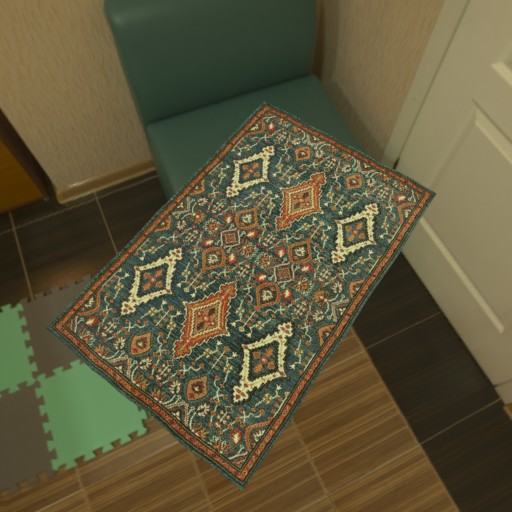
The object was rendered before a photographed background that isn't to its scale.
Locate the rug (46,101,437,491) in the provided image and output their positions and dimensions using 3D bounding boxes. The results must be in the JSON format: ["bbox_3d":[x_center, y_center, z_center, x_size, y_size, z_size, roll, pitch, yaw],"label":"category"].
[{"bbox_3d":[0.000,0.000,4.228,2.190,0.008,3.371,33,68,15],"label":"rug"}]
